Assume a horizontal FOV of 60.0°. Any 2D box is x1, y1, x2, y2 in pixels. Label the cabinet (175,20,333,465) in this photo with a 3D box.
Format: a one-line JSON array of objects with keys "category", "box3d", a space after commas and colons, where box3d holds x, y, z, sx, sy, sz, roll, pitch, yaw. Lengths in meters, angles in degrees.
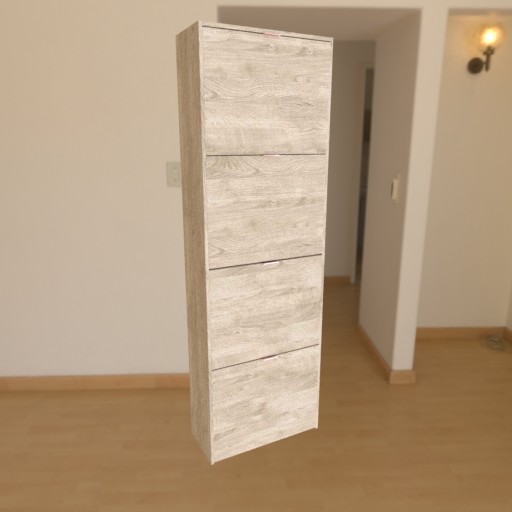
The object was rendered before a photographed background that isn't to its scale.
[{"category": "cabinet", "box3d": [0.000, 0.000, 1.796, 0.520, 1.630, 0.250, -7, 16, -26]}]
